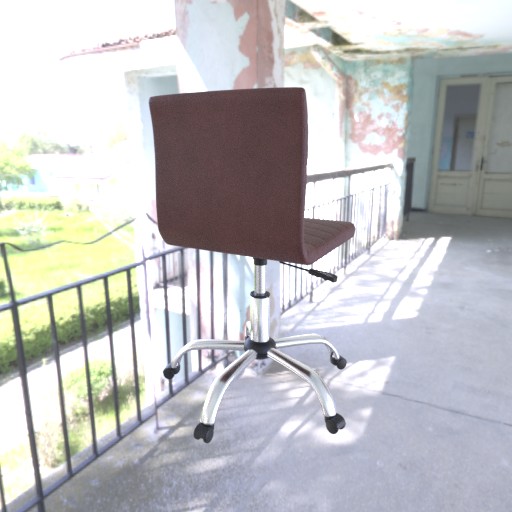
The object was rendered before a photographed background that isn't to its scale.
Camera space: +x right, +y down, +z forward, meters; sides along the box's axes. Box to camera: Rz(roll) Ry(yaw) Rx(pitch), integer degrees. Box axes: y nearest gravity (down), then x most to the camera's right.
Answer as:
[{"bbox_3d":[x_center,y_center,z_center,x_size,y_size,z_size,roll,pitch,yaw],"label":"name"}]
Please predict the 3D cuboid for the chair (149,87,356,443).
[{"bbox_3d":[0.000,0.000,1.147,0.556,0.780,0.530,8,17,29],"label":"chair"}]
